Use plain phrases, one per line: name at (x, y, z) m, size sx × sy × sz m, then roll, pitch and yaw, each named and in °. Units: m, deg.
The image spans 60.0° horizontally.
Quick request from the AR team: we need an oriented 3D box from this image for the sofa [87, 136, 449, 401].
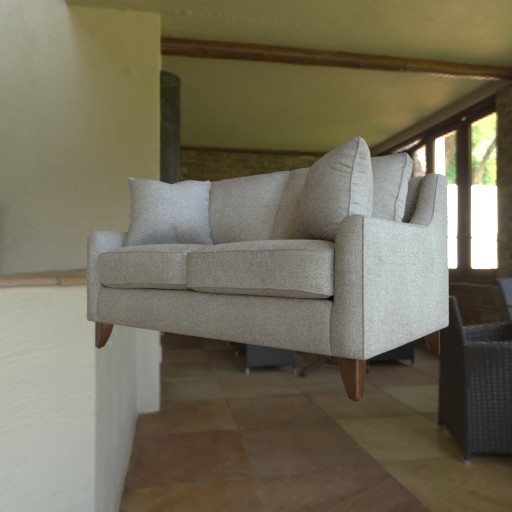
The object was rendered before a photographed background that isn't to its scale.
sofa at (0.000, 0.000, 1.984) m, size 1.422 × 0.863 × 0.915 m, roll -1°, pitch -1°, yaw 37°
